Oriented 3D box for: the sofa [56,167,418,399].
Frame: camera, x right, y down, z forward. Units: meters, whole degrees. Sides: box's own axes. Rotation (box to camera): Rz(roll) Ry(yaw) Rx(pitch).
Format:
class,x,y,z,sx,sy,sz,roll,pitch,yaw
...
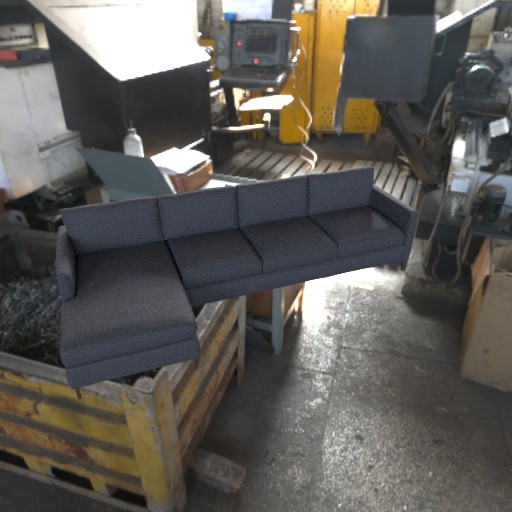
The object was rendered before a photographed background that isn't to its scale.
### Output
class,x,y,z,sx,sy,sz,roll,pitch,yaw
sofa,0.000,0.000,2.944,2.445,0.673,1.125,-11,32,-18
